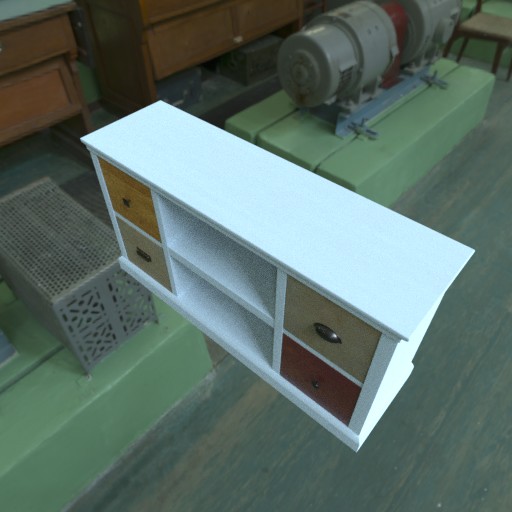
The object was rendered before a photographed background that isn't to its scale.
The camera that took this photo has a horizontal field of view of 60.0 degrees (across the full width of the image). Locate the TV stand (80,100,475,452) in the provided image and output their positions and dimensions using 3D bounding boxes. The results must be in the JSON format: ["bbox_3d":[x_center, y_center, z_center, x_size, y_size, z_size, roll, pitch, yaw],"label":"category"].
[{"bbox_3d":[0.000,0.000,1.517,1.187,0.624,0.424,32,54,27],"label":"TV stand"}]
